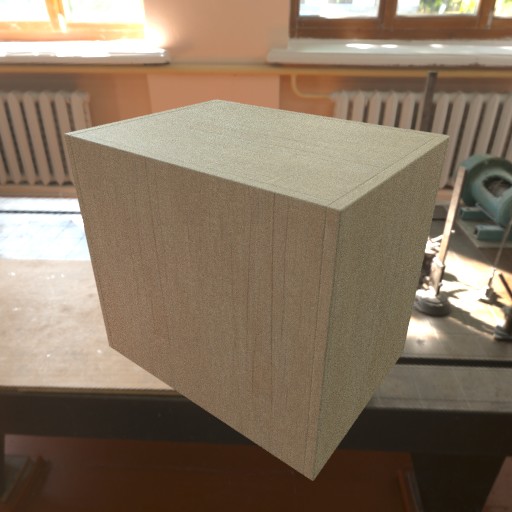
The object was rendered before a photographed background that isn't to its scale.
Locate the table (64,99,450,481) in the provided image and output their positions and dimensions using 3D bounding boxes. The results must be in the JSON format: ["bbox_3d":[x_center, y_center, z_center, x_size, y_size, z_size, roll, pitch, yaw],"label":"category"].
[{"bbox_3d":[0.000,0.000,0.934,0.570,0.510,0.420,21,36,32],"label":"table"}]
